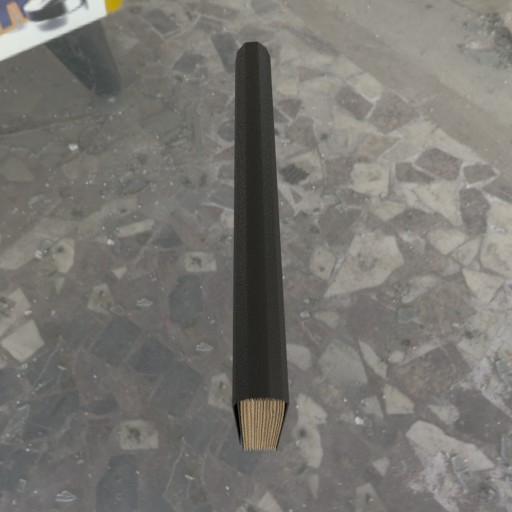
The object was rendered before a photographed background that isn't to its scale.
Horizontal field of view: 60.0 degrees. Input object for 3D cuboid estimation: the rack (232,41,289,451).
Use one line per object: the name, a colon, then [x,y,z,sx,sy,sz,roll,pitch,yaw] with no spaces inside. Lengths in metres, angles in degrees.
rack: [0.000,0.000,0.441,0.041,0.241,0.330,-1,60,-1]
